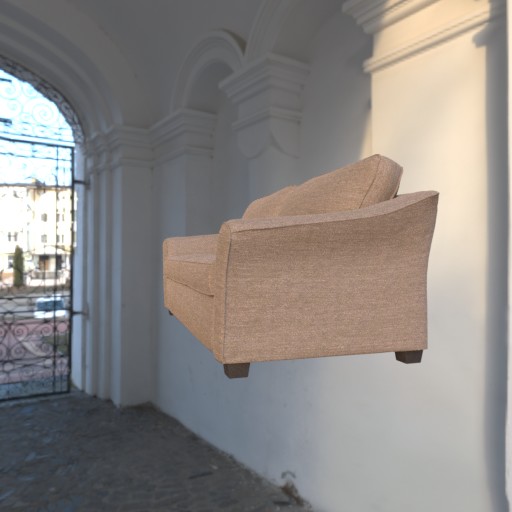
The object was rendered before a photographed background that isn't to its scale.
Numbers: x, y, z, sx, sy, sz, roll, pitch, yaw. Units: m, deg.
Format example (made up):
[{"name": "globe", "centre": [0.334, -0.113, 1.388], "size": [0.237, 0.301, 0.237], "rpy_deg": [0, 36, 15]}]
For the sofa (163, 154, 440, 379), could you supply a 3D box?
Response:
[{"name": "sofa", "centre": [0.000, 0.000, 2.828], "size": [0.980, 0.965, 2.270], "rpy_deg": [0, 0, -18]}]
